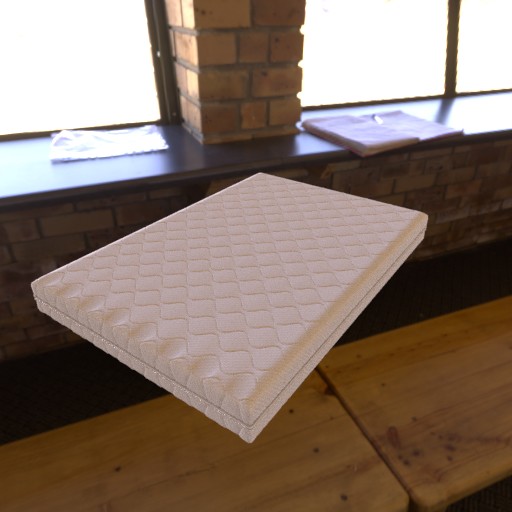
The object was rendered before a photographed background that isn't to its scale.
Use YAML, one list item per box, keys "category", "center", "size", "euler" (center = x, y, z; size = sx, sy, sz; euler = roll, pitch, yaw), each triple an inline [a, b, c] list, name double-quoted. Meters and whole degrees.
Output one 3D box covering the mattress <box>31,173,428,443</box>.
- category: "mattress"
  center: [0.000, 0.000, 2.631]
  size: [1.400, 0.200, 2.000]
  euler: [20, 36, 30]
